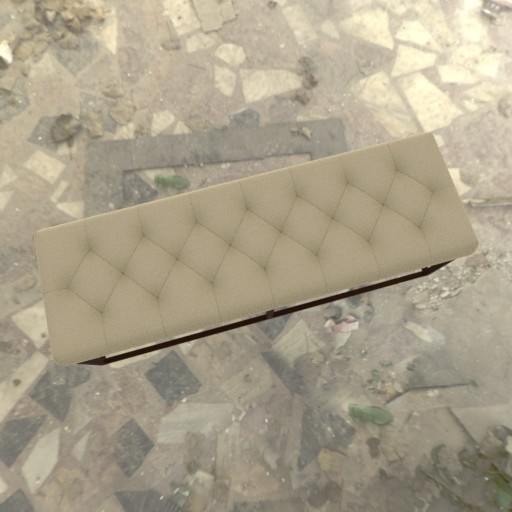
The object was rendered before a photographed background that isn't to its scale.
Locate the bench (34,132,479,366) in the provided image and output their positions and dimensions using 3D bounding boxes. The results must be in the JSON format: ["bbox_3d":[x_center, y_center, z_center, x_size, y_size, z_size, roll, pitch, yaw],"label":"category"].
[{"bbox_3d":[0.000,0.000,1.728,1.488,0.488,0.479,-15,75,-4],"label":"bench"}]
